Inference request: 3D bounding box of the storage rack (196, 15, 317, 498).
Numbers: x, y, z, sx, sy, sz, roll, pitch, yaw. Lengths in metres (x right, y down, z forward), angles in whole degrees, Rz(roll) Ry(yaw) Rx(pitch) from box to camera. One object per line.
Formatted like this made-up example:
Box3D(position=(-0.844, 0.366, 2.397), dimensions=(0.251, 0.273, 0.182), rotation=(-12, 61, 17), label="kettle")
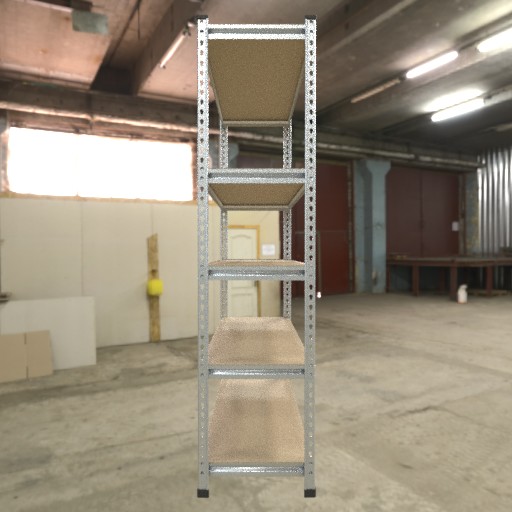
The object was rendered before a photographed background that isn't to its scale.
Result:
Box3D(position=(0.000, 0.000, 2.287), dimensions=(0.457, 1.829, 1.219), rotation=(0, 1, 0), label="storage rack")
